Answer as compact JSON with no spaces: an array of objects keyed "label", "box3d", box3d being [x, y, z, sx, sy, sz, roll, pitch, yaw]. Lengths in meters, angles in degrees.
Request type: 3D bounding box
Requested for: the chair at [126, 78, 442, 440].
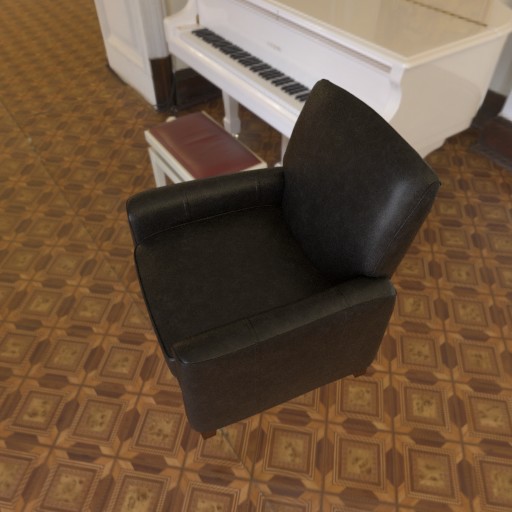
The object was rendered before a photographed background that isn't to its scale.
[{"label":"chair","box3d":[0.000,0.000,1.655,0.864,1.014,0.848,-17,49,-15]}]
